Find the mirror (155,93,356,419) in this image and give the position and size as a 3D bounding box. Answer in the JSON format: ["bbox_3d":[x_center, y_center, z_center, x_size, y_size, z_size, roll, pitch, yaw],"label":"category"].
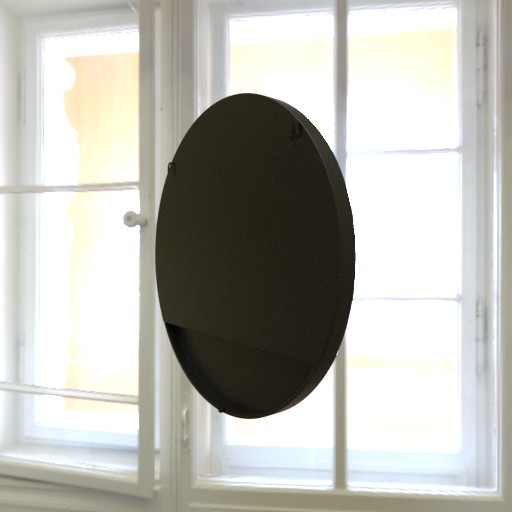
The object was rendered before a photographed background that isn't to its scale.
[{"bbox_3d":[0.000,0.000,0.684,0.133,0.457,0.457,0,1,-37],"label":"mirror"}]
